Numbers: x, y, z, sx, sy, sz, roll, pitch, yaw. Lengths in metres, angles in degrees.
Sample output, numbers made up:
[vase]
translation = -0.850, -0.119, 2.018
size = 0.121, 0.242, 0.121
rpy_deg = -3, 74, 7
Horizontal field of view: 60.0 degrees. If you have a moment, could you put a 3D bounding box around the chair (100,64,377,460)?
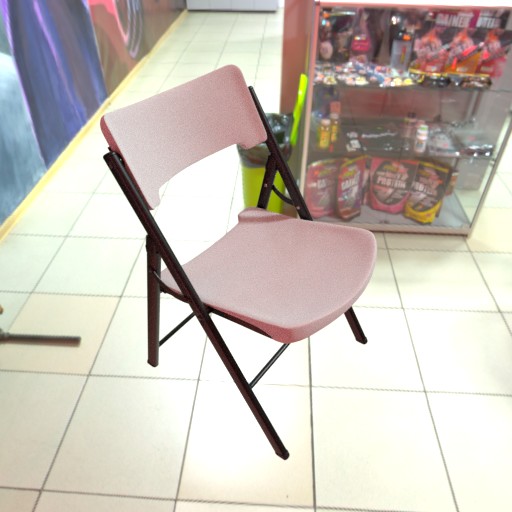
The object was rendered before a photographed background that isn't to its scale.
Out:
[chair]
translation = 0.000, 0.000, 1.135
size = 0.577, 0.765, 0.482
rpy_deg = 25, 46, 27
